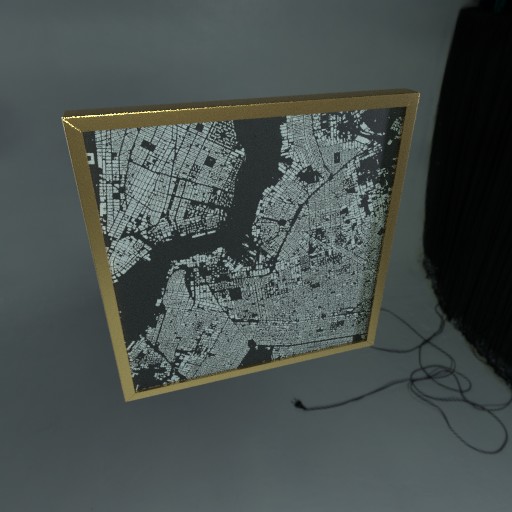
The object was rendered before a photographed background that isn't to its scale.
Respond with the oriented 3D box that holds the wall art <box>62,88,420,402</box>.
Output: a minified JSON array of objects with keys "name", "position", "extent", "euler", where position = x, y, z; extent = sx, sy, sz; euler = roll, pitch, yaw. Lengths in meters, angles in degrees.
[{"name":"wall art","position":[0.000,0.000,0.452],"extent":[0.305,0.305,0.023],"euler":[-9,32,-15]}]
